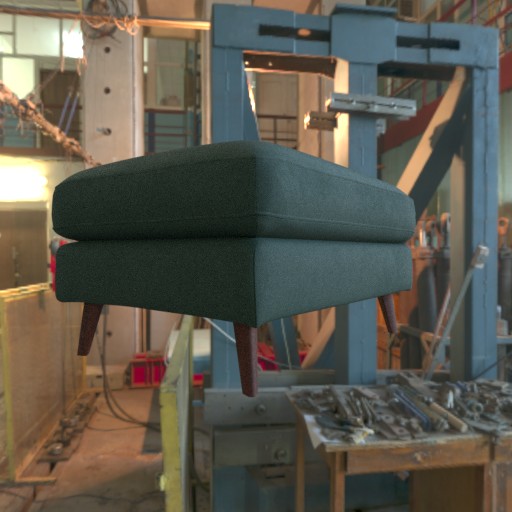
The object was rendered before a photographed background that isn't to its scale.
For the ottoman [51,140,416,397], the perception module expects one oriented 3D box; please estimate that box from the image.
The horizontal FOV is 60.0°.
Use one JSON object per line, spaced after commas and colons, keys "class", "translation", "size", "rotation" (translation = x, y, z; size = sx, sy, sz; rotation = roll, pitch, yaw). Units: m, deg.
{"class": "ottoman", "translation": [0.000, 0.000, 1.144], "size": [0.608, 0.449, 0.811], "rotation": [0, 1, 36]}
